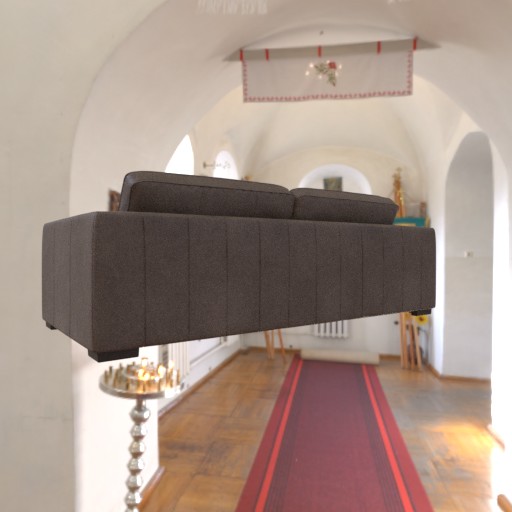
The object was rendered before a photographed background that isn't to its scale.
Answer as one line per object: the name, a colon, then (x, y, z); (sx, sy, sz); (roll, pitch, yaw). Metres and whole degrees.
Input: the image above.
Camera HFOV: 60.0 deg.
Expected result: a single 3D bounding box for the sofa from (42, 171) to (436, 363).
sofa: (0.000, 0.000, 2.742); (2.262, 0.801, 1.070); (-1, 1, -36)
